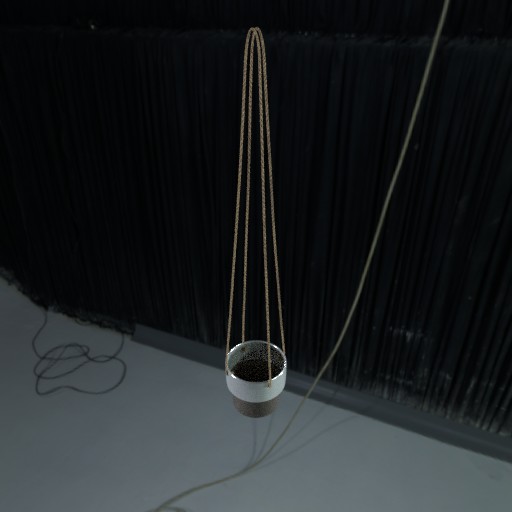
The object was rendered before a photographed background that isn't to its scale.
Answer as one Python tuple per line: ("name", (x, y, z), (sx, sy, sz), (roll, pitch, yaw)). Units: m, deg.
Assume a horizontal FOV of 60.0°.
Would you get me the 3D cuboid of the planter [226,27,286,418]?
("planter", (0.000, 0.000, 1.169), (0.187, 1.073, 0.187), (10, 32, 17))
